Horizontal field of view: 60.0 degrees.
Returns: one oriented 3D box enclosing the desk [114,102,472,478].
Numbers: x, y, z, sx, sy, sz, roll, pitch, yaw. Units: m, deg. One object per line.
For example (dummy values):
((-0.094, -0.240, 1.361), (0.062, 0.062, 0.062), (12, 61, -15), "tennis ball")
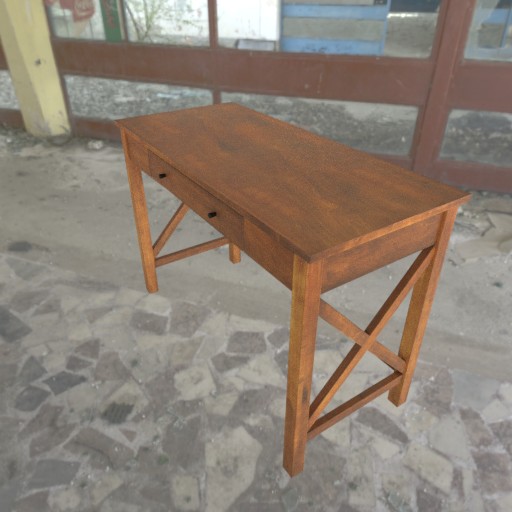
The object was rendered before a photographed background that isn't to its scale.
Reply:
((0.000, 0.000, 1.544), (0.508, 0.762, 1.117), (-20, 37, -28), "desk")
